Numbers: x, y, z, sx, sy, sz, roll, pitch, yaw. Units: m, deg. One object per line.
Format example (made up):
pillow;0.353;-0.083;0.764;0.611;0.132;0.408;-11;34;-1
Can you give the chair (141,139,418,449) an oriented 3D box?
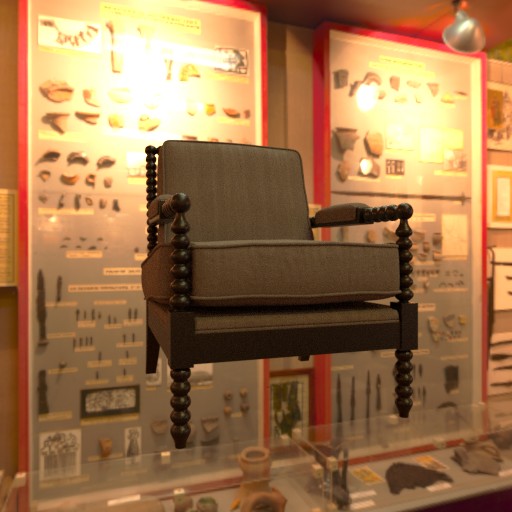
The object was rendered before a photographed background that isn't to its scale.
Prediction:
chair;0.000;0.000;1.104;0.540;0.661;0.622;0;0;-18
